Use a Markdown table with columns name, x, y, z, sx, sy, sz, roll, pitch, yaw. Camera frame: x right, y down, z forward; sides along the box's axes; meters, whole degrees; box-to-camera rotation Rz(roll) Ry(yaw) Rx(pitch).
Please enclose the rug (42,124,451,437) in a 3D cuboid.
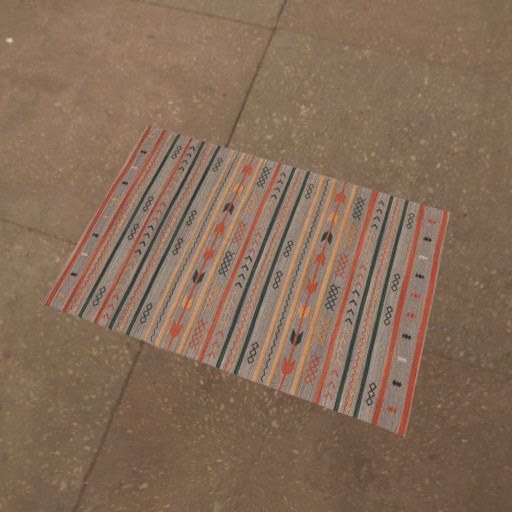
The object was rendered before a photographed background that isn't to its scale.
| name | x | y | z | sx | sy | sz | roll | pitch | yaw |
| --- | --- | --- | --- | --- | --- | --- | --- | --- | --- |
| rug | 0.000 | 0.000 | 2.322 | 1.835 | 0.017 | 1.220 | 18 | 66 | 8 |
